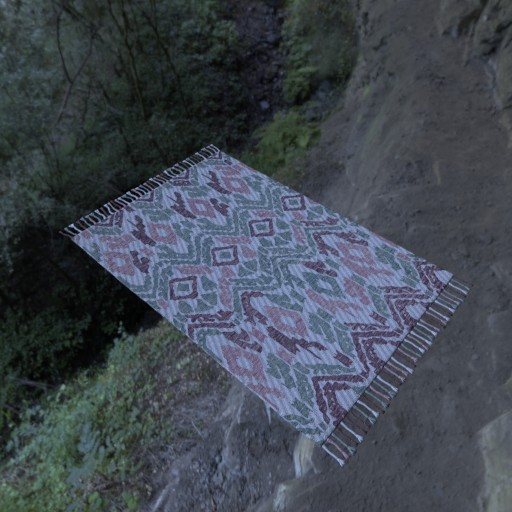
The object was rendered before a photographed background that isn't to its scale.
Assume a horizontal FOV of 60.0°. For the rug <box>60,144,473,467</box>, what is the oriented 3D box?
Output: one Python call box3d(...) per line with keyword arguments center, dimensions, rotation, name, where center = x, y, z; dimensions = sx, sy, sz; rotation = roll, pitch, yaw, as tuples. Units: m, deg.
box3d(center=(0.000, 0.000, 3.003), dimensions=(2.438, 0.011, 1.524), rotation=(33, 55, 27), name="rug")
